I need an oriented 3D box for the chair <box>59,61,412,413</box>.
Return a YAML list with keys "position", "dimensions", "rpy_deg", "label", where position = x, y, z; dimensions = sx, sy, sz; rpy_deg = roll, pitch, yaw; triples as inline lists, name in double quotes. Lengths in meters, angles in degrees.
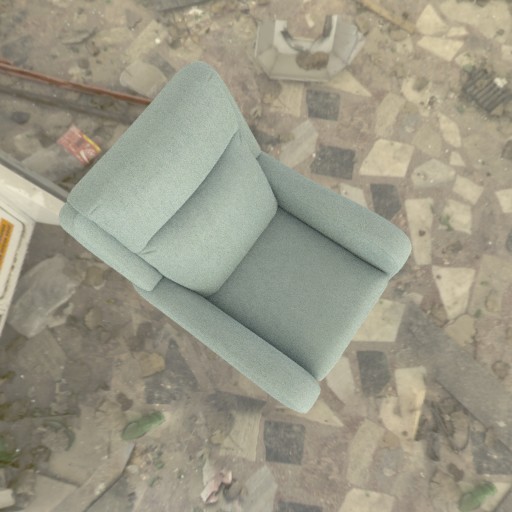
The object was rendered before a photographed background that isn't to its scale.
- position: [0.000, 0.000, 1.734]
  dimensions: [0.988, 1.067, 0.785]
  rpy_deg: [35, 77, 9]
  label: "chair"
